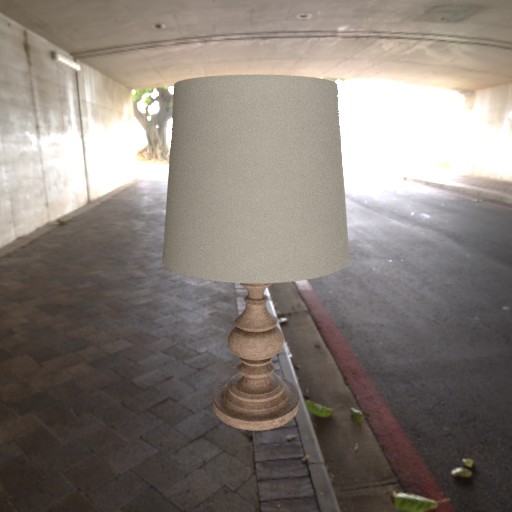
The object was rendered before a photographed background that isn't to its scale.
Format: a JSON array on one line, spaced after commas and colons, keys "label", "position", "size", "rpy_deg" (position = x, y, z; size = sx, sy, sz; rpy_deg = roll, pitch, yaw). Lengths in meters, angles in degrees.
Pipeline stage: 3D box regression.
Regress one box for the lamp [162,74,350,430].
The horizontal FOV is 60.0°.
[{"label": "lamp", "position": [0.000, 0.000, 0.657], "size": [0.273, 0.497, 0.273], "rpy_deg": [0, 15, 0]}]
